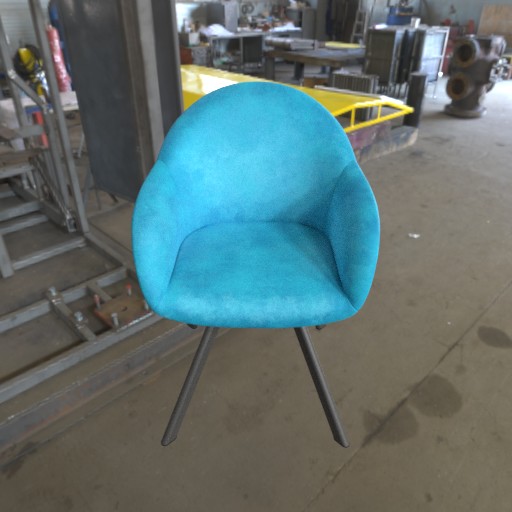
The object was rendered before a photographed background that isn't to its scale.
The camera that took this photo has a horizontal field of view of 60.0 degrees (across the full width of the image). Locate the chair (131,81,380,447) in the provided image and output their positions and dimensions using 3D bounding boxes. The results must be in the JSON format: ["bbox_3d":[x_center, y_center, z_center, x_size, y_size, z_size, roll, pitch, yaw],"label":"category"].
[{"bbox_3d":[0.000,0.000,1.191,0.550,0.795,0.590,0,31,0],"label":"chair"}]
